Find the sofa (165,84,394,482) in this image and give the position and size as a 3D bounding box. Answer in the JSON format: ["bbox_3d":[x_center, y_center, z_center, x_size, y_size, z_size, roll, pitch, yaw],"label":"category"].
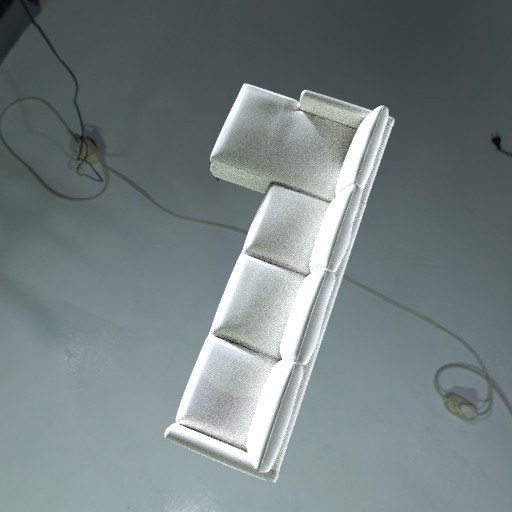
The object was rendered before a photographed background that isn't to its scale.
[{"bbox_3d":[0.000,0.000,3.773,1.467,0.875,3.186,20,75,6],"label":"sofa"}]
